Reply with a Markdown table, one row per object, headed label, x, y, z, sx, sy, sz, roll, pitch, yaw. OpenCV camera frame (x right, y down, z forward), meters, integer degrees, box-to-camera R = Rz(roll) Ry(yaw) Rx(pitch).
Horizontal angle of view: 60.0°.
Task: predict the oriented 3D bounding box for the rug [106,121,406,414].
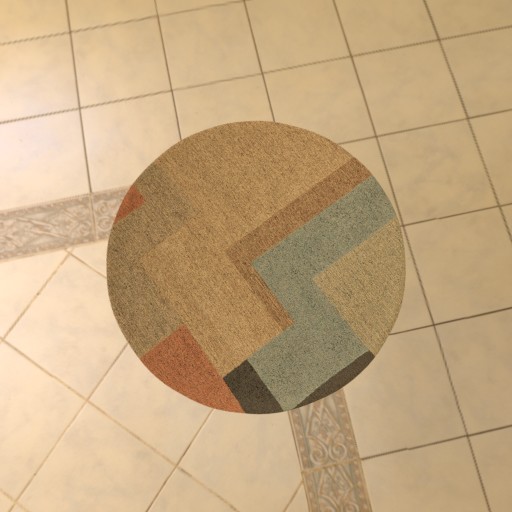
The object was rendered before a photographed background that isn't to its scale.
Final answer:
| label | x | y | z | sx | sy | sz | roll | pitch | yaw |
| --- | --- | --- | --- | --- | --- | --- | --- | --- | --- |
| rug | 0.000 | 0.000 | 3.638 | 2.461 | 0.033 | 2.461 | 0 | 77 | 0 |
